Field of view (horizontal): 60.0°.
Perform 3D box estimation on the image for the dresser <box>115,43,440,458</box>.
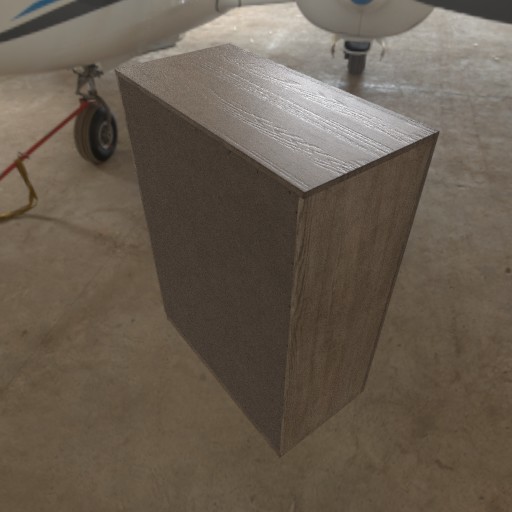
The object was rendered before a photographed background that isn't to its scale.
[{"bbox_3d":[0.000,0.000,1.772,0.483,1.295,0.967,-27,48,-27],"label":"dresser"}]
